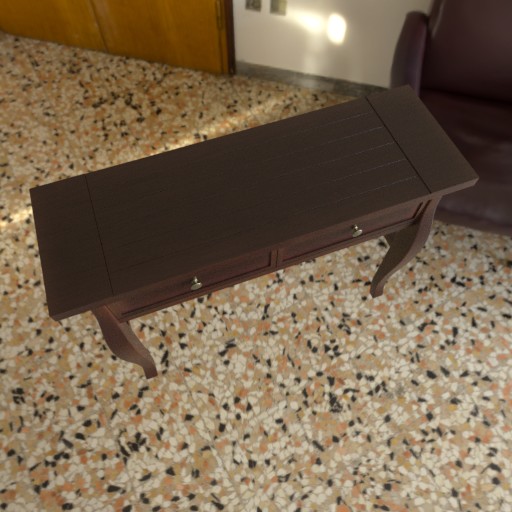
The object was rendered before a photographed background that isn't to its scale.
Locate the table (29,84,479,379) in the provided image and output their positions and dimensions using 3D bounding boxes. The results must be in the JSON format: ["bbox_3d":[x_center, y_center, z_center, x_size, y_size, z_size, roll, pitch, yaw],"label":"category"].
[{"bbox_3d":[0.000,0.000,1.440,1.062,0.768,0.373,-18,63,-9],"label":"table"}]
